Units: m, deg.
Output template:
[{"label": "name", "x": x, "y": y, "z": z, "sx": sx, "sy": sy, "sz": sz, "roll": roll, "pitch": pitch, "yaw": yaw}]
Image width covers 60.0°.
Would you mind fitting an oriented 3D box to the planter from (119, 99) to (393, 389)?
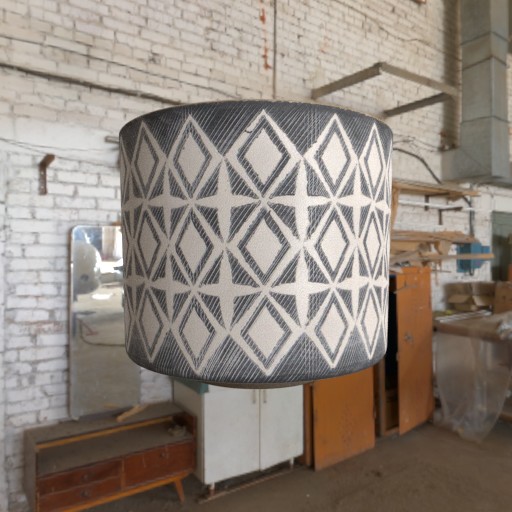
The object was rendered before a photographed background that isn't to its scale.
[{"label": "planter", "x": 0.000, "y": 0.000, "z": 0.326, "sx": 0.192, "sy": 0.165, "sz": 0.192, "roll": 0, "pitch": 0, "yaw": 0}]
